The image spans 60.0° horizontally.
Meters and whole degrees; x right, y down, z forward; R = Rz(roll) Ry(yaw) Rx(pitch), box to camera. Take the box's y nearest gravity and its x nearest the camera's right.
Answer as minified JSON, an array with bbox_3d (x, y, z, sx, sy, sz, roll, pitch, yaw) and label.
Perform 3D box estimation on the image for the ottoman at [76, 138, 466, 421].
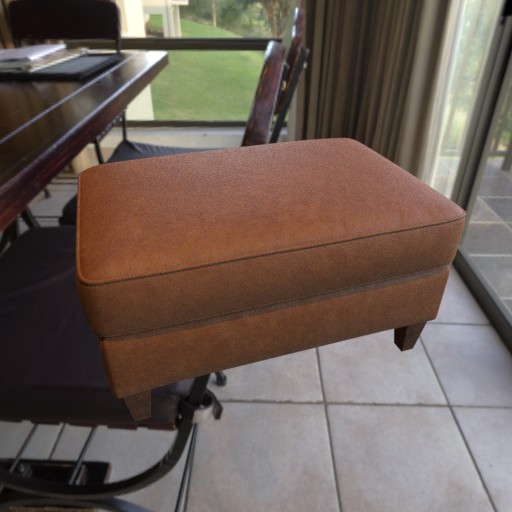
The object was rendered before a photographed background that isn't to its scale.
[{"bbox_3d":[0.000,0.000,1.201,0.864,0.483,0.584,-10,34,-15],"label":"ottoman"}]
